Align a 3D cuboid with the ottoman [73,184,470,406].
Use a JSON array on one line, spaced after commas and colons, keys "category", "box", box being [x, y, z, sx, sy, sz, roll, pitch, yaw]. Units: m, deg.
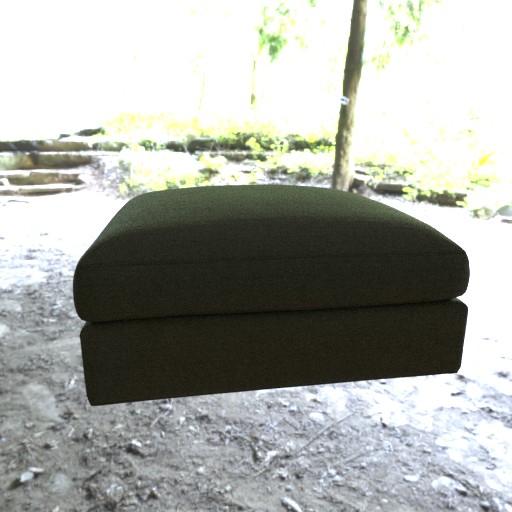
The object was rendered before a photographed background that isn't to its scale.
[{"category": "ottoman", "box": [0.000, 0.000, 1.603, 1.041, 0.470, 1.041, -2, 15, -9]}]
